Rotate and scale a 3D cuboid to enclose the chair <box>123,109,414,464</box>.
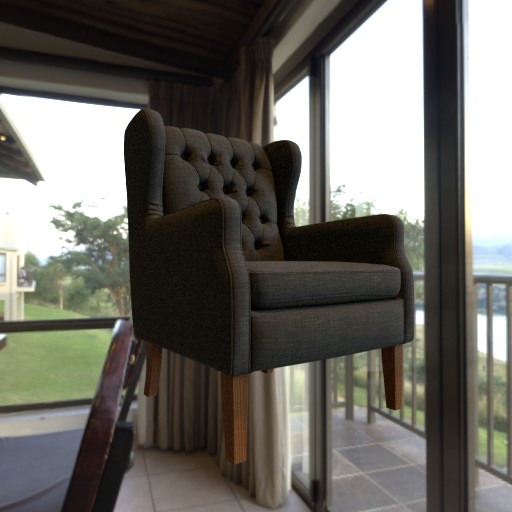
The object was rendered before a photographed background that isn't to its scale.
[{"bbox_3d":[0.000,0.000,1.462,0.711,0.953,0.775,0,-1,-37],"label":"chair"}]
